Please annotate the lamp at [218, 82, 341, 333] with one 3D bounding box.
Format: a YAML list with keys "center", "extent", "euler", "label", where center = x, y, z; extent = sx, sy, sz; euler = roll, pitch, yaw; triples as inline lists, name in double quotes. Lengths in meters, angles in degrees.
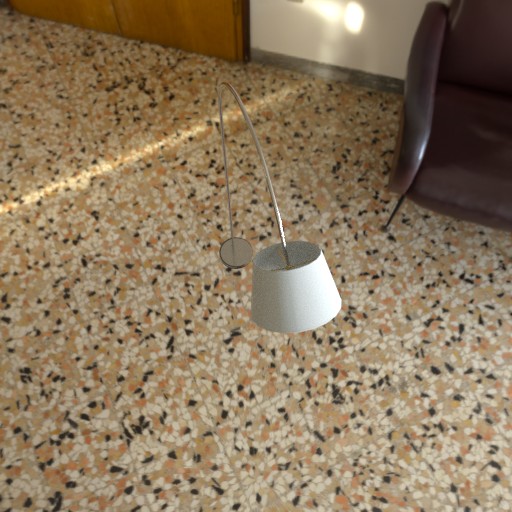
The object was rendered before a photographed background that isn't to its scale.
- center: [0.000, 0.000, 2.725]
  extent: [0.406, 2.098, 1.445]
  euler: [-16, 64, -8]
  label: "lamp"
